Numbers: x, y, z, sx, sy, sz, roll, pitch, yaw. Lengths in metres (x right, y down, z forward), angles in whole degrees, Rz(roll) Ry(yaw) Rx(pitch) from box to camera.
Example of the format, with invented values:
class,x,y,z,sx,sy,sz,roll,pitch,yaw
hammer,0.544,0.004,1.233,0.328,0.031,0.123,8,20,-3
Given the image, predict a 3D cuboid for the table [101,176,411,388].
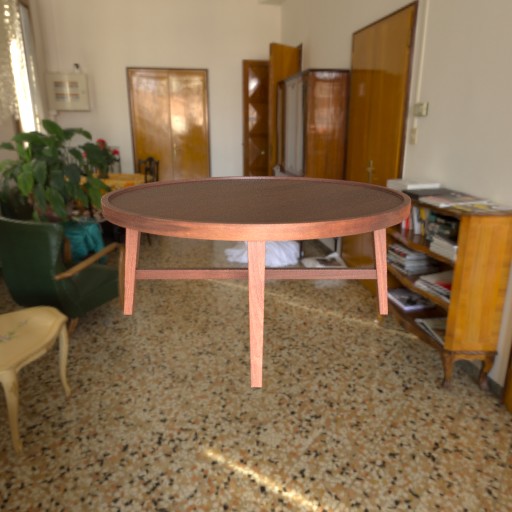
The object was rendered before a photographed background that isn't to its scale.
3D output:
class,x,y,z,sx,sy,sz,roll,pitch,yaw
table,0.000,0.000,1.257,0.800,0.360,0.800,0,17,0
